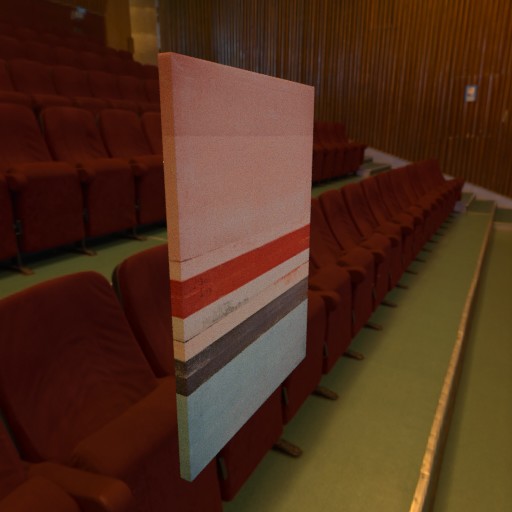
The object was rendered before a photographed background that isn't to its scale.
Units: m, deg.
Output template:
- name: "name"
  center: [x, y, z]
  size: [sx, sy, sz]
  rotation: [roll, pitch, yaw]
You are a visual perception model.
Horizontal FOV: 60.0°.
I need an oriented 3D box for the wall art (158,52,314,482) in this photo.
- name: "wall art"
  center: [0.000, 0.000, 1.332]
  size: [0.039, 1.016, 0.761]
  rotation: [8, 17, 28]
